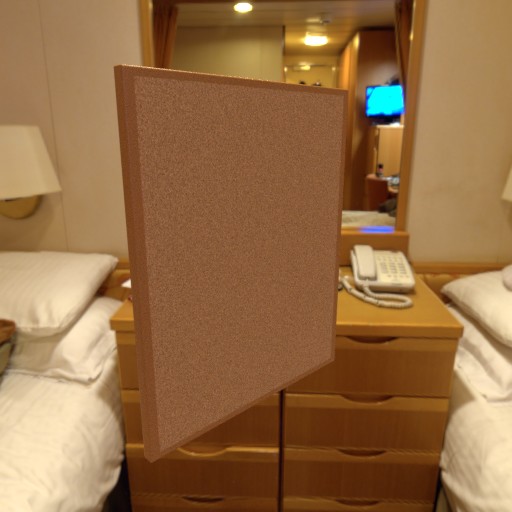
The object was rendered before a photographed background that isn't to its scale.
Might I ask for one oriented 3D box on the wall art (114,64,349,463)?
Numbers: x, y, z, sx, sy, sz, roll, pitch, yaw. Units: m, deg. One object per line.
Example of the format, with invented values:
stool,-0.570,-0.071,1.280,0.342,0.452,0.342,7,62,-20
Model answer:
wall art,0.000,0.000,0.511,0.310,0.379,0.015,-14,21,-42
